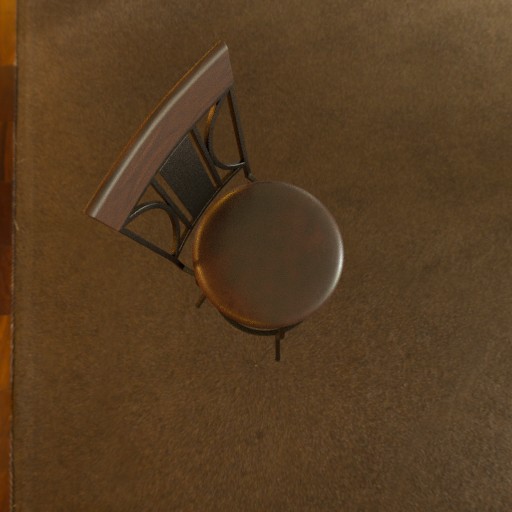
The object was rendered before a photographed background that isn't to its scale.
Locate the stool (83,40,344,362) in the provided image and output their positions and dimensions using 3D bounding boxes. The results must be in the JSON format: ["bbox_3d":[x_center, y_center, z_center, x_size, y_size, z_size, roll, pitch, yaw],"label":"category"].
[{"bbox_3d":[0.000,0.000,1.377,0.513,1.130,0.448,33,78,8],"label":"stool"}]
